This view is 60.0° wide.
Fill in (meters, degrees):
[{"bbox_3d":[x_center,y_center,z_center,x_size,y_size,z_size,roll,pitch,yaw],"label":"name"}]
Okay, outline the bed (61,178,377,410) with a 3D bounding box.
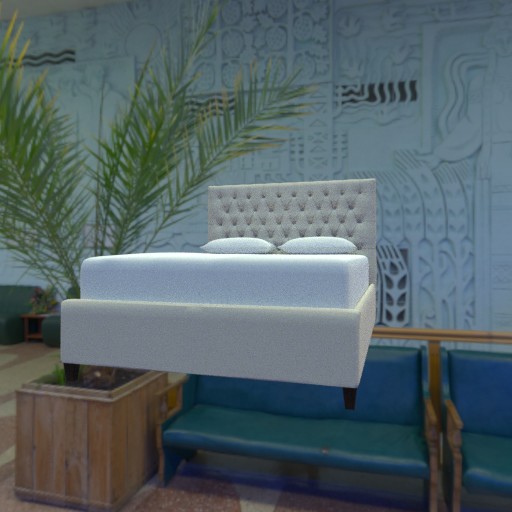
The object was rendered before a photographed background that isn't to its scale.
[{"bbox_3d":[0.000,0.000,3.344,1.696,1.426,2.233,0,0,17],"label":"bed"}]
